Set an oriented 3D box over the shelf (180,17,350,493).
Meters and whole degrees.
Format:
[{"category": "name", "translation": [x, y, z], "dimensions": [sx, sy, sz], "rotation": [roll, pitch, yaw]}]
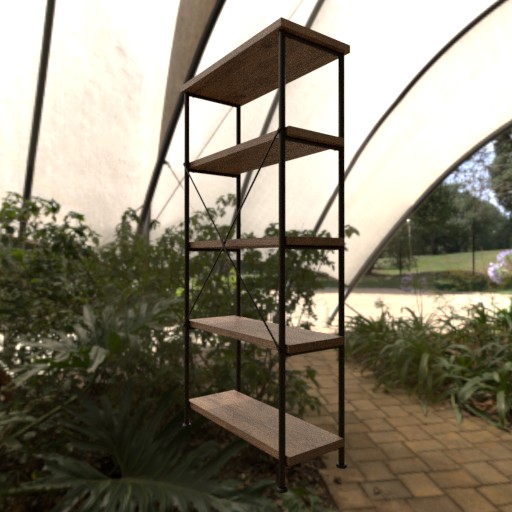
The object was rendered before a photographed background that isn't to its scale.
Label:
[{"category": "shelf", "translation": [0.000, 0.000, 2.005], "dimensions": [0.360, 1.700, 0.800], "rotation": [0, 0, -36]}]
